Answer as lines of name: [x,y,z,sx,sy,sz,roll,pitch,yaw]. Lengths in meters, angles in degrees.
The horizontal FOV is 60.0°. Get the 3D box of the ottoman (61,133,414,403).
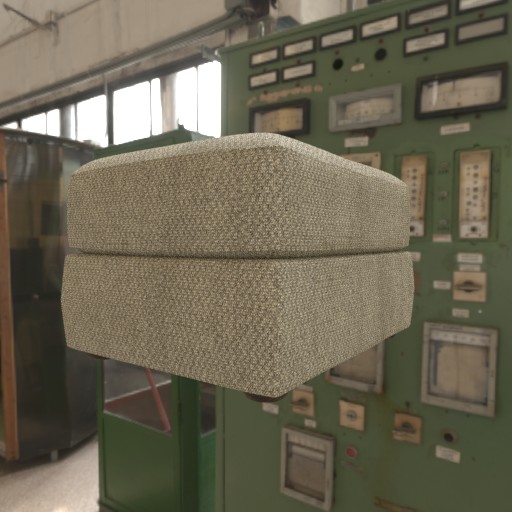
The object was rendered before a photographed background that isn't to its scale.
ottoman: [0.000,0.000,1.140,0.603,0.476,0.751,2,3,35]
